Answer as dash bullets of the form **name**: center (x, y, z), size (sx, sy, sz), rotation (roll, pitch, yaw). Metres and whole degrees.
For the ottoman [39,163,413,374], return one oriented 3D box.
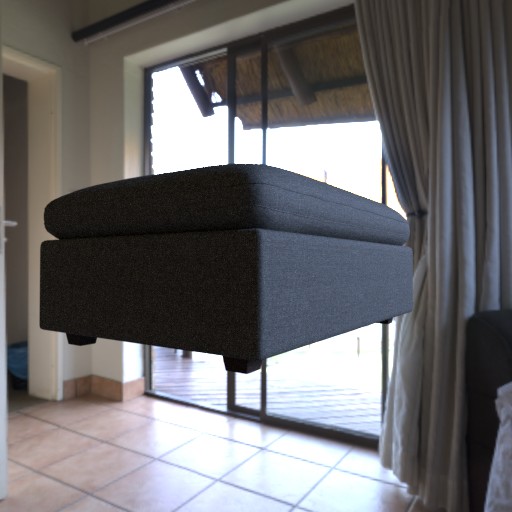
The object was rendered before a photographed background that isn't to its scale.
- **ottoman**: center (0.000, 0.000, 1.413), size (0.711, 0.483, 1.041), rotation (-1, -1, 34)
